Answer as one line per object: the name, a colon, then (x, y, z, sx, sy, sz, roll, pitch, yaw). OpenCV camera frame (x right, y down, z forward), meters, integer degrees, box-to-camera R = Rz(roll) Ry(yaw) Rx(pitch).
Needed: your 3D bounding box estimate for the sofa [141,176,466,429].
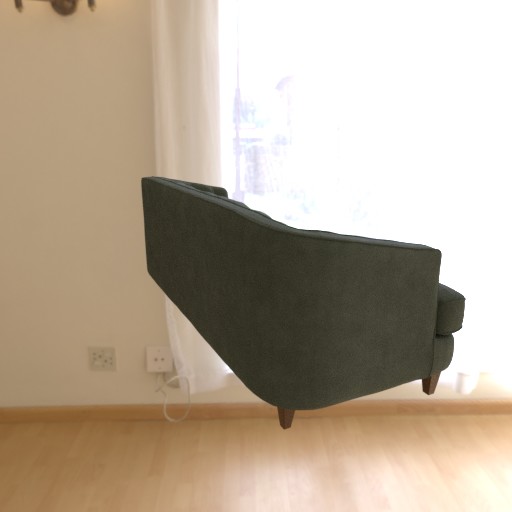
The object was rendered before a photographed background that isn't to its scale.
sofa: (0.000, 0.000, 2.661, 0.941, 0.855, 2.278, -8, 17, -25)
